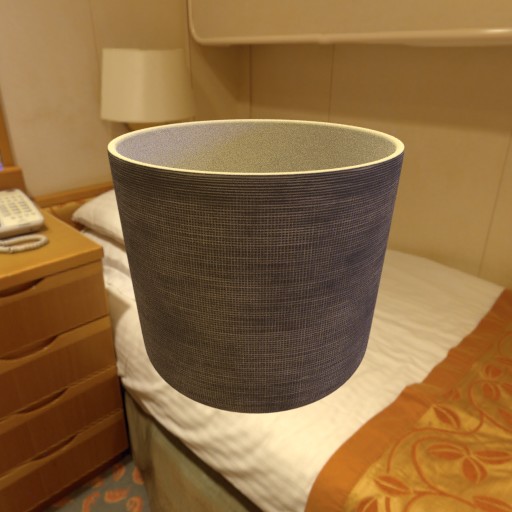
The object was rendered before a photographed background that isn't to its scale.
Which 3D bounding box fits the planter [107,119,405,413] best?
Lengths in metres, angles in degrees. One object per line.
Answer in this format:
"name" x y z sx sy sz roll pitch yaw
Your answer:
"planter" 0.000 0.000 0.767 0.440 0.398 0.440 0 25 0
